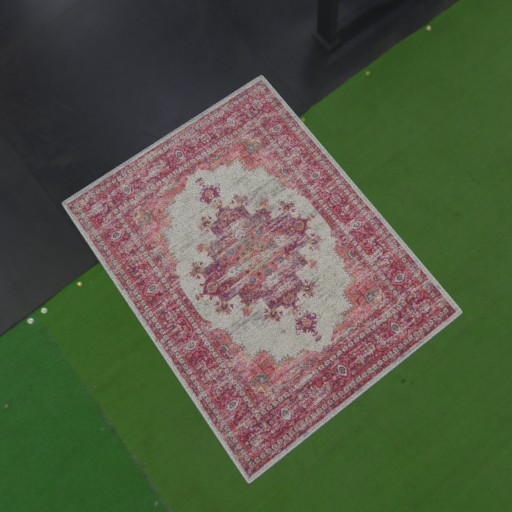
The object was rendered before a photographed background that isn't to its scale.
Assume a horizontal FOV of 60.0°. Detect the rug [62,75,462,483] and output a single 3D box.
[{"bbox_3d":[0.000,0.000,4.208,2.447,0.017,3.123,-35,79,-8],"label":"rug"}]
